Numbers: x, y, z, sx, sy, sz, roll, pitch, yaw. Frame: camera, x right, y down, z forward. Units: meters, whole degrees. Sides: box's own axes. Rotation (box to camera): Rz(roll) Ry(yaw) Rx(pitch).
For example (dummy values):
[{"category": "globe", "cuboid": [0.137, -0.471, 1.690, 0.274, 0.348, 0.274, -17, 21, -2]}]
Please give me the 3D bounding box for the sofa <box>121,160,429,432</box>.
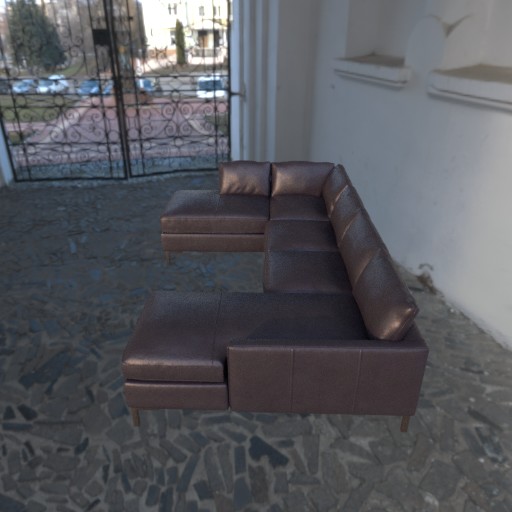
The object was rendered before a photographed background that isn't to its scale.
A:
[{"category": "sofa", "cuboid": [0.000, 0.000, 3.766, 1.939, 0.900, 2.956, 1, 27, 1]}]
